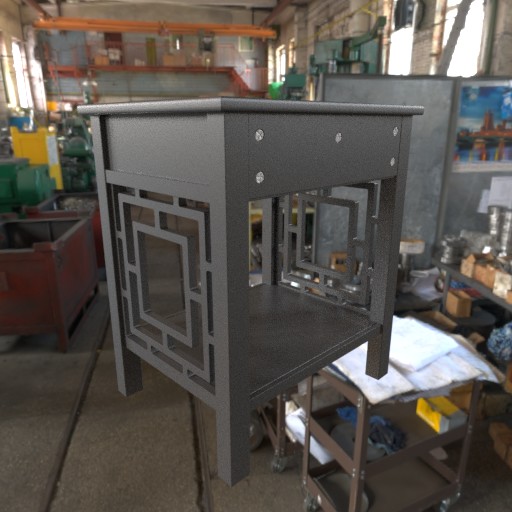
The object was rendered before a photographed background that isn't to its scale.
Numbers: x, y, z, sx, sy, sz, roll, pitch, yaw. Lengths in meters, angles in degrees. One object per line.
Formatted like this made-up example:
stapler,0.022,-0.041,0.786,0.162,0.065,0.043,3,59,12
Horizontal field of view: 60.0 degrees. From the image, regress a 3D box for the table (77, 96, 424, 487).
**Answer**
table,0.000,0.000,1.004,0.564,0.646,0.451,-16,23,-42
